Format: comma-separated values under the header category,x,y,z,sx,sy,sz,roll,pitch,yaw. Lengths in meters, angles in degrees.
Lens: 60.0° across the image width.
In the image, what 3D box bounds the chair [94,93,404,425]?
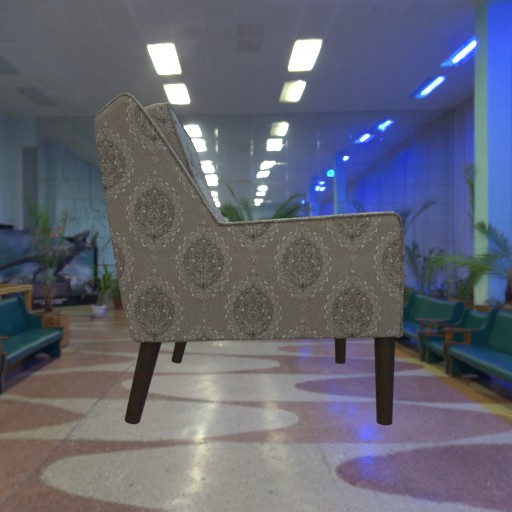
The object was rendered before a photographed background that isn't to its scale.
category,x,y,z,sx,sy,sz,roll,pitch,yaw
chair,0.000,0.000,1.348,0.750,0.797,0.665,0,1,0
